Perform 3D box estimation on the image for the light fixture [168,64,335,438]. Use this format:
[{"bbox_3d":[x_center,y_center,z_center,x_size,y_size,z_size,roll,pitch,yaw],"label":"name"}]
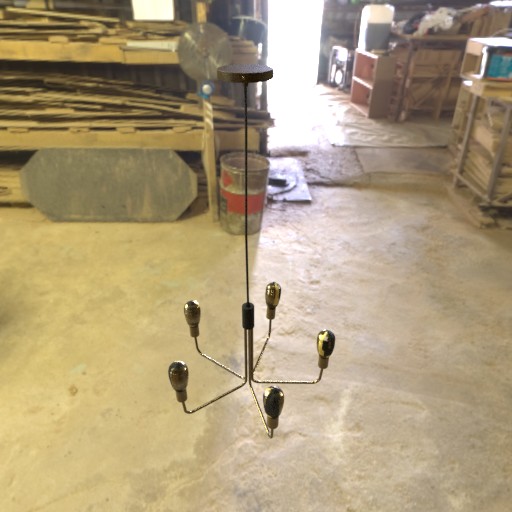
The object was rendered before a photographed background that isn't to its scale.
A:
[{"bbox_3d":[0.000,0.000,1.337,0.532,1.059,0.588,1,32,1],"label":"light fixture"}]
